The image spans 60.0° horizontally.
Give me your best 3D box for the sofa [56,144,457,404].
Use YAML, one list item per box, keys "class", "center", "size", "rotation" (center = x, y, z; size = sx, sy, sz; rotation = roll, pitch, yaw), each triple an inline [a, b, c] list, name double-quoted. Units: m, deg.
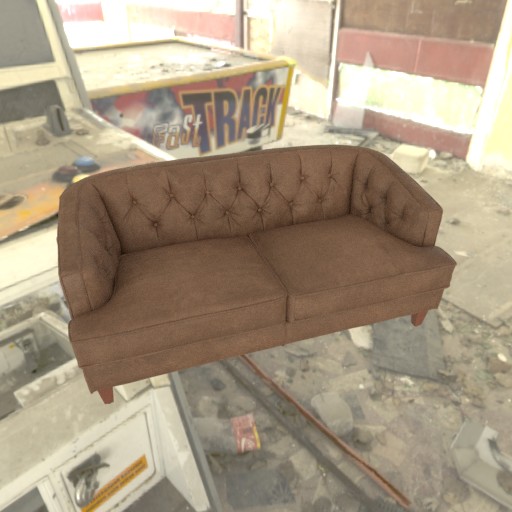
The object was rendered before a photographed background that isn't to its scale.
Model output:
- class: "sofa"
  center: [0.000, 0.000, 2.244]
  size: [1.767, 0.799, 0.917]
  rotation: [-10, 34, -16]
